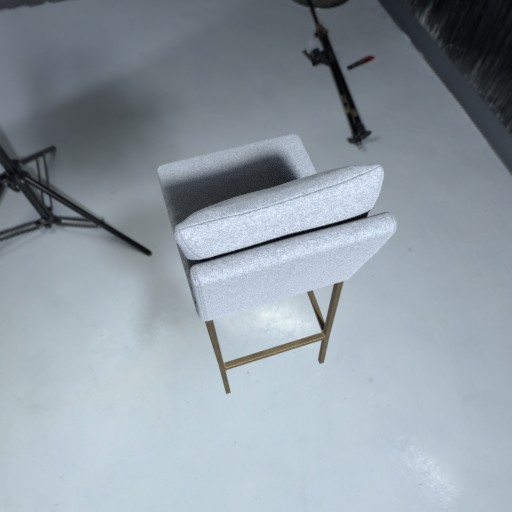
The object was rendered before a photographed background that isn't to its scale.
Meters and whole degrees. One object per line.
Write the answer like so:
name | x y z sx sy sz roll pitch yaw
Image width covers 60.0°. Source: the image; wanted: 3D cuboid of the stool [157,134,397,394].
stool | 0.000 0.000 1.421 0.463 1.130 0.569 -16 62 -8
